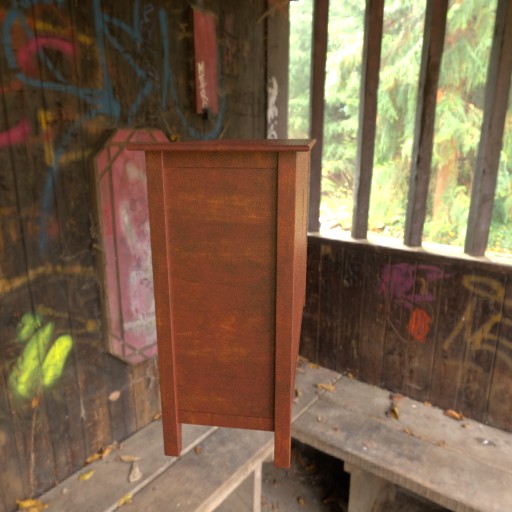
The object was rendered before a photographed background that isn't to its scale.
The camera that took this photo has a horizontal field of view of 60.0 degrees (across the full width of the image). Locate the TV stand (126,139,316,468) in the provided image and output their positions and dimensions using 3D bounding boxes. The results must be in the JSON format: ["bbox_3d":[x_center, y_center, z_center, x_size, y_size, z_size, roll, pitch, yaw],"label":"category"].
[{"bbox_3d":[0.000,0.000,1.817,0.445,0.915,1.372,2,16,8],"label":"TV stand"}]
